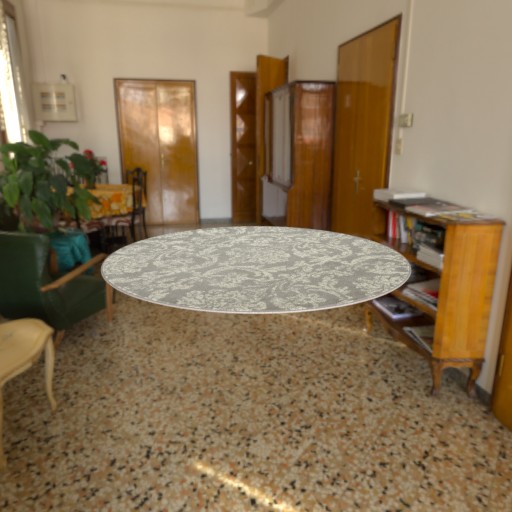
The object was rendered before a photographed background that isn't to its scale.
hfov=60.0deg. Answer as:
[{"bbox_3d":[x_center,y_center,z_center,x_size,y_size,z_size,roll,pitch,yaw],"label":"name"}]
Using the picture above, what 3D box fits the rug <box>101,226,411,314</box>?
[{"bbox_3d":[0.000,0.000,2.401,1.593,0.012,1.593,0,15,0],"label":"rug"}]
